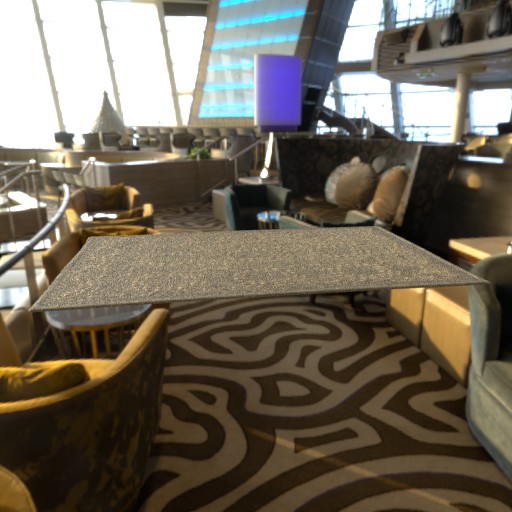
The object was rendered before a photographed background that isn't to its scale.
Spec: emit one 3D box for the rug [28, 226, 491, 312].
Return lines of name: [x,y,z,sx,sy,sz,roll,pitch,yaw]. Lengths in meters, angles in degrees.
rug: [0.000,0.000,3.069,2.498,0.022,1.535,-3,16,-9]
